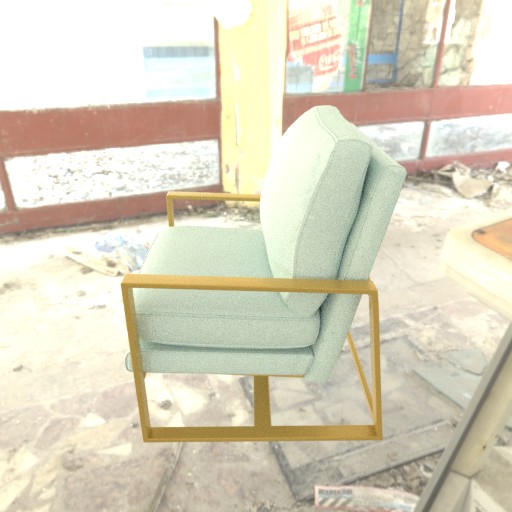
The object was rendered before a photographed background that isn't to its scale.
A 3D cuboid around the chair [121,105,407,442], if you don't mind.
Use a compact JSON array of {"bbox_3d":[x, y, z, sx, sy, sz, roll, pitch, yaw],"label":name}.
[{"bbox_3d":[0.000,0.000,1.548,0.813,0.956,0.758,0,27,0],"label":"chair"}]
